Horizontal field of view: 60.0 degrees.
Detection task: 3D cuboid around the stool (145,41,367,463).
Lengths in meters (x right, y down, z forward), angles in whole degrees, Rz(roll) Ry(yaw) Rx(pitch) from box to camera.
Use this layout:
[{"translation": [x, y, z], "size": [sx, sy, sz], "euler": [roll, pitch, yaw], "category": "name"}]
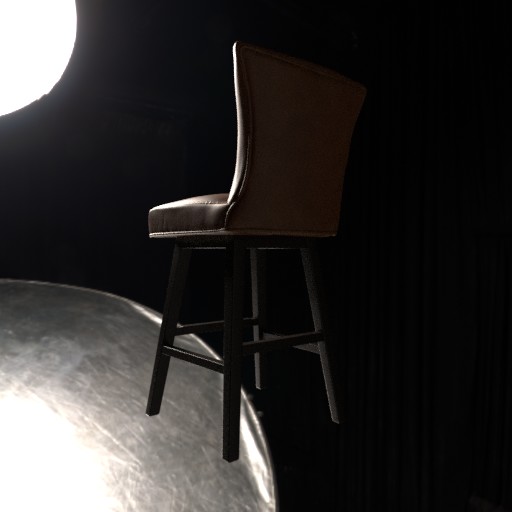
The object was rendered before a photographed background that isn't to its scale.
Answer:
[{"translation": [0.000, 0.000, 1.455], "size": [0.522, 1.094, 0.585], "euler": [-1, 1, -38], "category": "stool"}]
